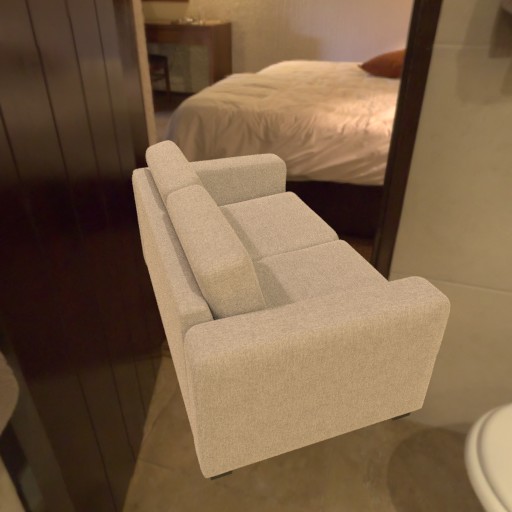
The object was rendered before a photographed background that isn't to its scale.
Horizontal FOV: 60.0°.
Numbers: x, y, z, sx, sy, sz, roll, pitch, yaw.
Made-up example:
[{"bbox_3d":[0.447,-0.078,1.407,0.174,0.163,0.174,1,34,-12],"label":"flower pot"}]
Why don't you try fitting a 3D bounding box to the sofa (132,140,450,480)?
[{"bbox_3d":[0.000,0.000,2.006,0.900,0.800,1.540,-11,33,-17],"label":"sofa"}]
